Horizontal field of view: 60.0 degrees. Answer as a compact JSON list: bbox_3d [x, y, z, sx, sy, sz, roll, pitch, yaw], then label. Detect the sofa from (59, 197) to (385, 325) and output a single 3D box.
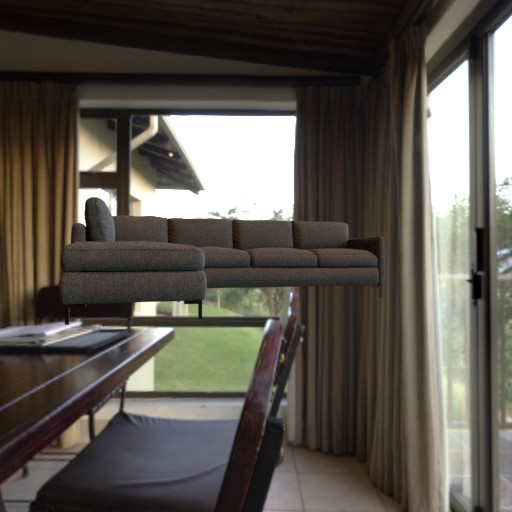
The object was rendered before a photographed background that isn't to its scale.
[{"bbox_3d":[0.000,0.000,3.840,2.949,0.815,2.007,0,-1,-18],"label":"sofa"}]
